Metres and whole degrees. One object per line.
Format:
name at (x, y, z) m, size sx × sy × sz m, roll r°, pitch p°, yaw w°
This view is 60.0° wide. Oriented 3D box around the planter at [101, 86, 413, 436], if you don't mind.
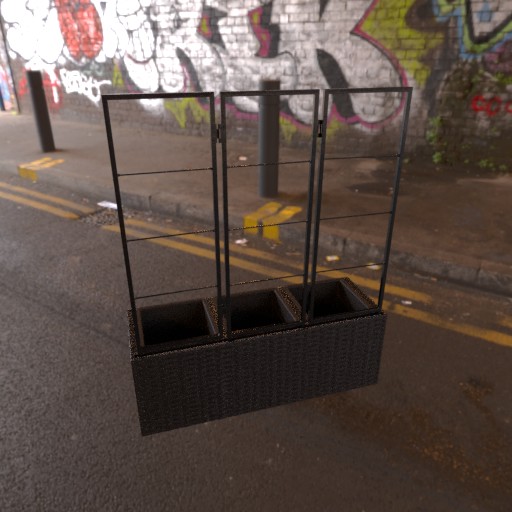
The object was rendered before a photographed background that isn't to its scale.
planter at (0.000, 0.000, 1.175) m, size 0.698 × 0.841 × 0.244 m, roll -7°, pitch 26°, yaw -15°
